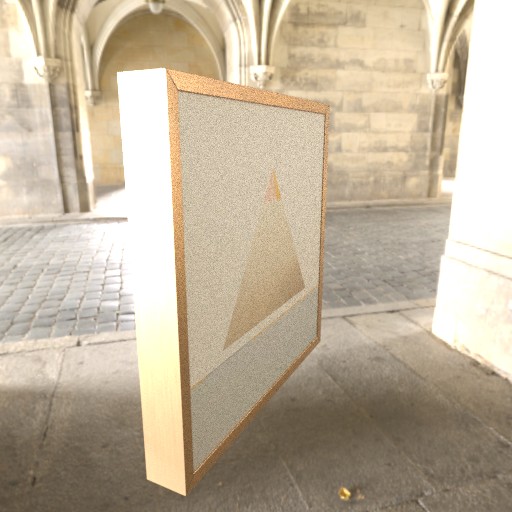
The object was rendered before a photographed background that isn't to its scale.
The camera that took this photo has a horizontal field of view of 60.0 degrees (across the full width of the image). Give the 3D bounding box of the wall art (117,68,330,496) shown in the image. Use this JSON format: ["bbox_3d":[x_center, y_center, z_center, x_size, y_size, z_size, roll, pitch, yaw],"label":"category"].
[{"bbox_3d":[0.000,0.000,0.438,0.038,0.303,0.305,7,16,26],"label":"wall art"}]
